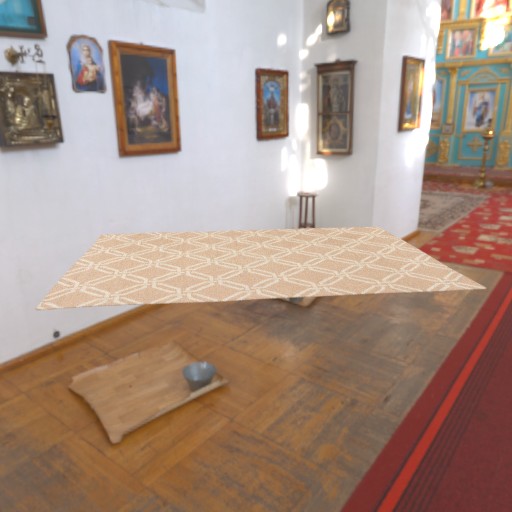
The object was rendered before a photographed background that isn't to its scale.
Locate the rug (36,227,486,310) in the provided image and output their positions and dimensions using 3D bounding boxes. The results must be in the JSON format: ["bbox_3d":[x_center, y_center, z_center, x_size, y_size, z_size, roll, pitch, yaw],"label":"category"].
[{"bbox_3d":[0.000,0.000,2.223,1.745,0.010,1.146,-2,17,-7],"label":"rug"}]
